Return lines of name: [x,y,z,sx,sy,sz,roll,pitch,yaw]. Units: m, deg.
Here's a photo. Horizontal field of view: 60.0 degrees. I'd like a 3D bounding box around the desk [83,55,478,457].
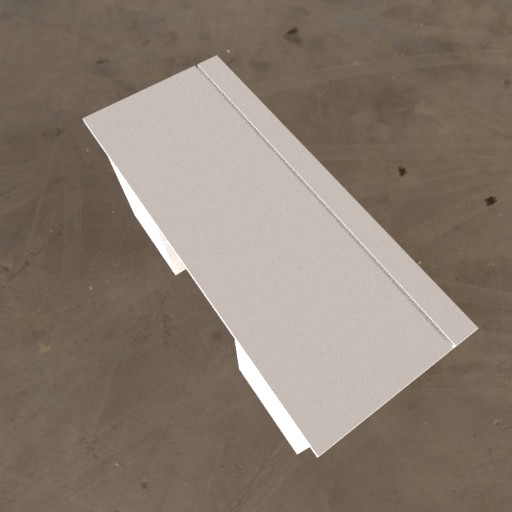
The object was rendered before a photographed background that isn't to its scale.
desk: [0.000,0.000,1.992,0.670,0.760,1.580,-32,68,-15]
